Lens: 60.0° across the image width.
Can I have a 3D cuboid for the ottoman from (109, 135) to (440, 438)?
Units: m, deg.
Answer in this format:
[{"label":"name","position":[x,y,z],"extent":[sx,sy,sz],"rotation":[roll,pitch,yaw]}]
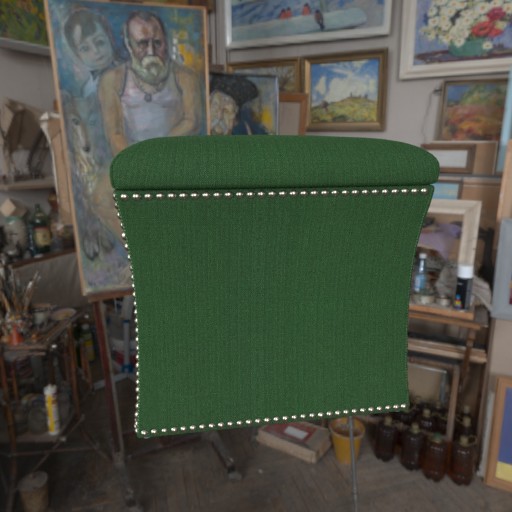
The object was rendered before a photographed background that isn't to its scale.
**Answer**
[{"label":"ottoman","position":[0.000,0.000,0.900],"extent":[0.497,0.475,0.507],"rotation":[-2,15,-9]}]
